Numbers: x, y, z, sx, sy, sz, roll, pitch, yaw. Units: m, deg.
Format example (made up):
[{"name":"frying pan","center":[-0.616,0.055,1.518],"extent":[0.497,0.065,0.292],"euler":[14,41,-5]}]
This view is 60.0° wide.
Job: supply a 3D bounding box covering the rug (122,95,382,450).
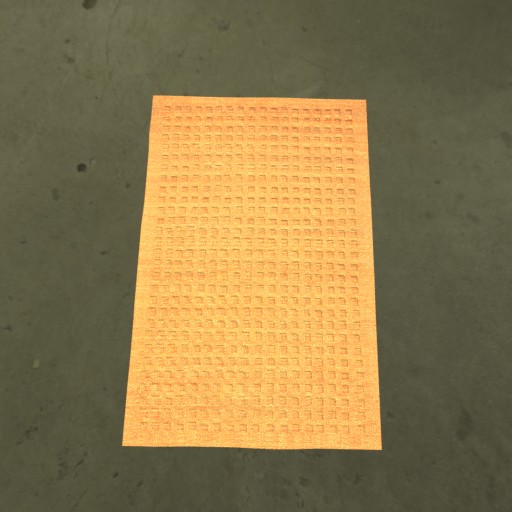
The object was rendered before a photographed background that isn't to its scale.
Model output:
[{"name":"rug","center":[0.000,0.000,2.162],"extent":[1.143,0.006,1.747],"euler":[1,76,0]}]
